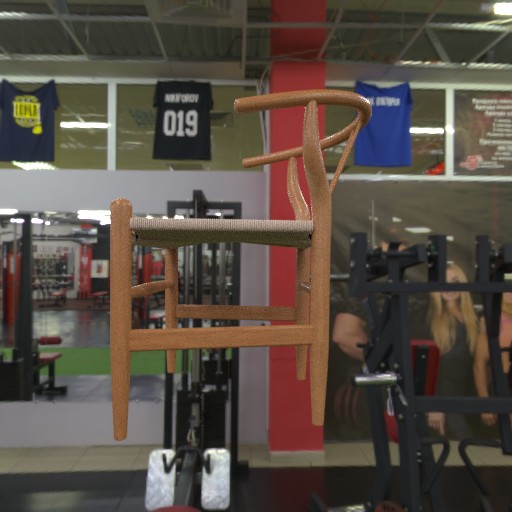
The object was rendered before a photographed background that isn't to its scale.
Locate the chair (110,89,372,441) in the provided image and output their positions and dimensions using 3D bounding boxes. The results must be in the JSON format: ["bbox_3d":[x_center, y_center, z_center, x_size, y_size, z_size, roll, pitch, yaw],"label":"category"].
[{"bbox_3d":[0.000,0.000,1.146,0.579,0.730,0.569,0,-1,0],"label":"chair"}]
